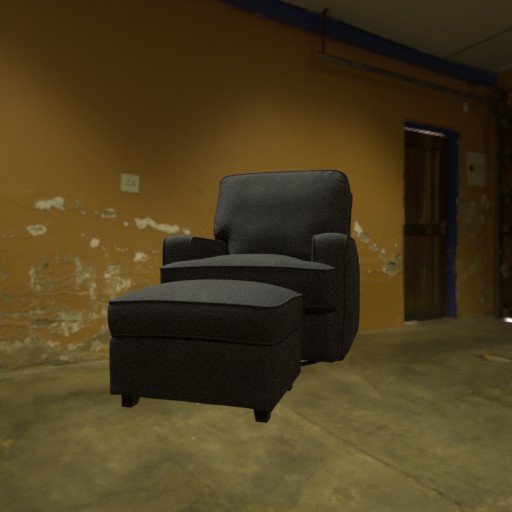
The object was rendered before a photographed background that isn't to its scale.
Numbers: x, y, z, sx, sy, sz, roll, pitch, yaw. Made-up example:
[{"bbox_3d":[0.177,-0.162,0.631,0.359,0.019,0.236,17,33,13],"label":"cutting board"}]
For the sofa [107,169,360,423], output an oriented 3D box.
[{"bbox_3d":[0.000,0.000,2.002,0.861,0.959,1.472,0,0,17],"label":"sofa"}]
